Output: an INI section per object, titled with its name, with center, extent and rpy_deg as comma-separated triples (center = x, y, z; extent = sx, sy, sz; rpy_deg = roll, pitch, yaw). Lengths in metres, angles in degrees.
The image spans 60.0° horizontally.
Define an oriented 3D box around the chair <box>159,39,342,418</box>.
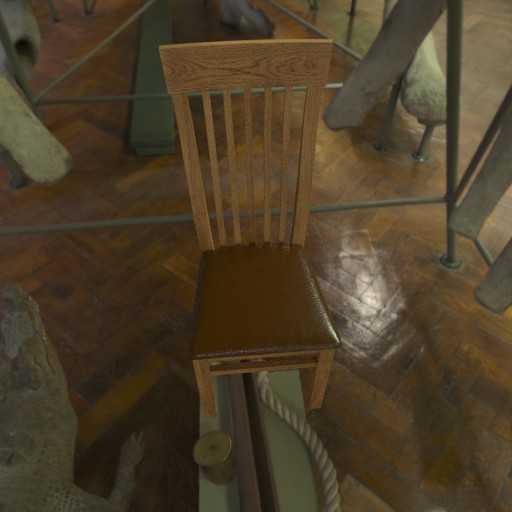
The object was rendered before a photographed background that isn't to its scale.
[chair]
center = 0.000, 0.000, 1.355
extent = 0.450, 1.050, 0.580
rpy_deg = -4, 48, -4
